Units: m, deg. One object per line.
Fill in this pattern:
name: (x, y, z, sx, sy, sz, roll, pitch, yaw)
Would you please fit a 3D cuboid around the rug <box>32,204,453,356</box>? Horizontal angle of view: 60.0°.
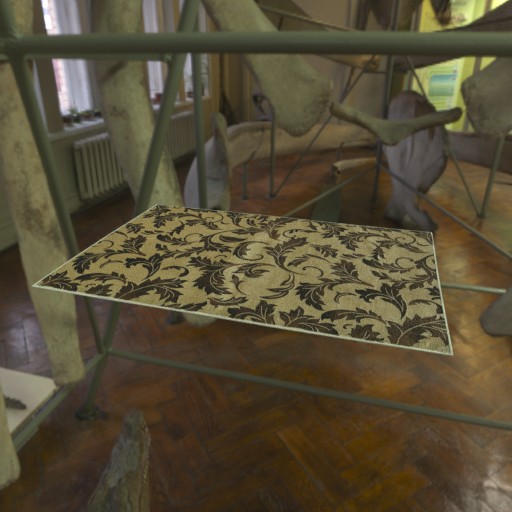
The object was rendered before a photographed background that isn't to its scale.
rug: (0.000, 0.000, 2.928, 2.284, 0.008, 1.522, 7, 26, 15)
